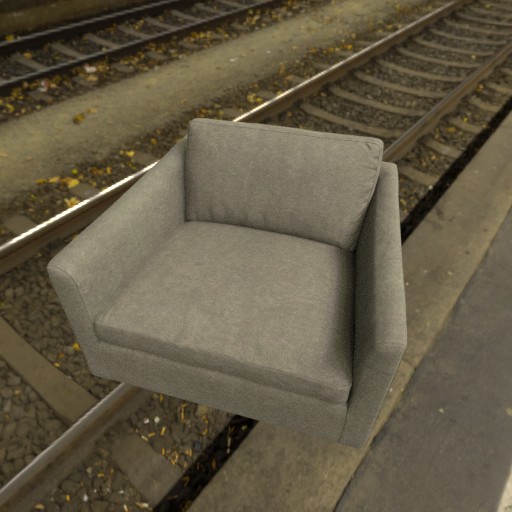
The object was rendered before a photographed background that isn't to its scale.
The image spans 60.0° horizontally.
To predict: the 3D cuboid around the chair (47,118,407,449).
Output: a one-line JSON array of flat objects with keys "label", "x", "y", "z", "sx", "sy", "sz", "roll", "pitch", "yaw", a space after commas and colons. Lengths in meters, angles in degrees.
[{"label": "chair", "x": 0.000, "y": 0.000, "z": 1.903, "sx": 1.190, "sy": 0.845, "sz": 1.091, "roll": 11, "pitch": 43, "yaw": 12}]
